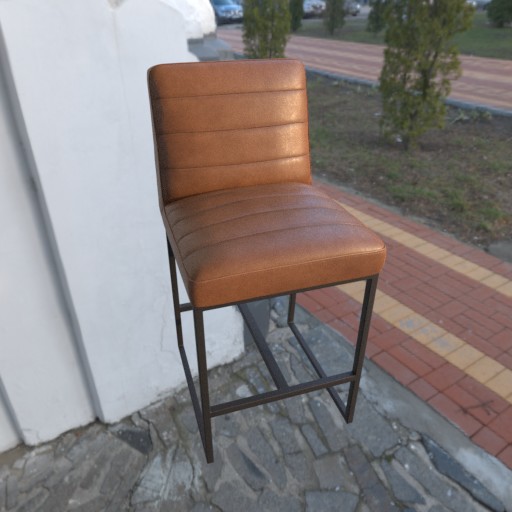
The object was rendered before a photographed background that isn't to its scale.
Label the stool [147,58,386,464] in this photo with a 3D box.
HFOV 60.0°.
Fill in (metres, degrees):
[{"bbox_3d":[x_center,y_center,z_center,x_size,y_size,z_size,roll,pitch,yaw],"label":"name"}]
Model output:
[{"bbox_3d":[0.000,0.000,1.218,0.458,0.940,0.556,-9,32,-15],"label":"stool"}]
